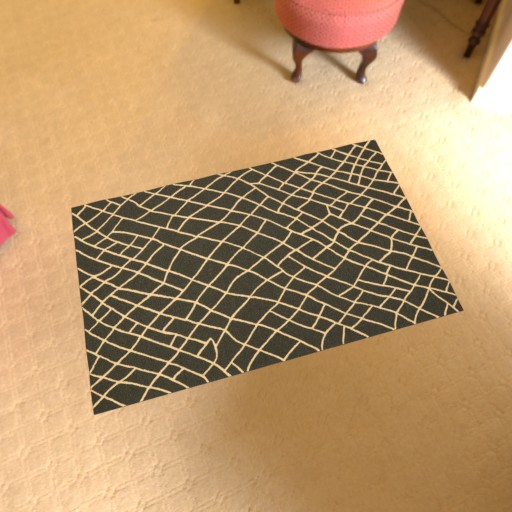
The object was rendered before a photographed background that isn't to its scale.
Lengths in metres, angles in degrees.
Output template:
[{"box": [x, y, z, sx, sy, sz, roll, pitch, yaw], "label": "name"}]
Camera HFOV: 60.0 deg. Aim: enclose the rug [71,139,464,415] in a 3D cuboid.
[{"box": [0.000, 0.000, 3.130, 2.448, 0.017, 1.529, -14, 64, -7], "label": "rug"}]
